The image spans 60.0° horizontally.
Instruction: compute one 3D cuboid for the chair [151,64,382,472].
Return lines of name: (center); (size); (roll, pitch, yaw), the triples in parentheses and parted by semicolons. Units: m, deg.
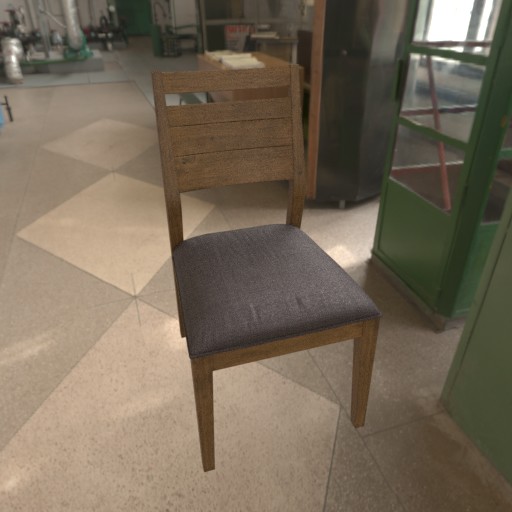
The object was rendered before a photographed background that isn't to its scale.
chair: (0.000, 0.000, 1.278); (0.501, 0.939, 0.610); (-9, 33, -15)
